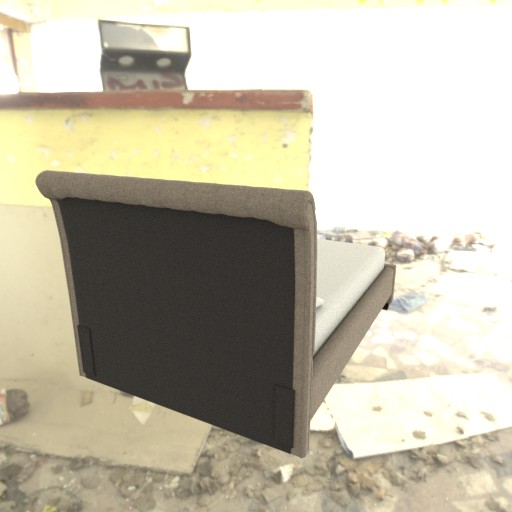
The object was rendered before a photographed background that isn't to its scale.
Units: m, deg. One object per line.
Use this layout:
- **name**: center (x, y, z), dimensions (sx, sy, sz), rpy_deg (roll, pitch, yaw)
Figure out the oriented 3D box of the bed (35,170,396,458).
- **bed**: center (0.000, 0.000, 3.272), dimensions (1.645, 1.371, 2.252), rpy_deg (9, 19, 27)
